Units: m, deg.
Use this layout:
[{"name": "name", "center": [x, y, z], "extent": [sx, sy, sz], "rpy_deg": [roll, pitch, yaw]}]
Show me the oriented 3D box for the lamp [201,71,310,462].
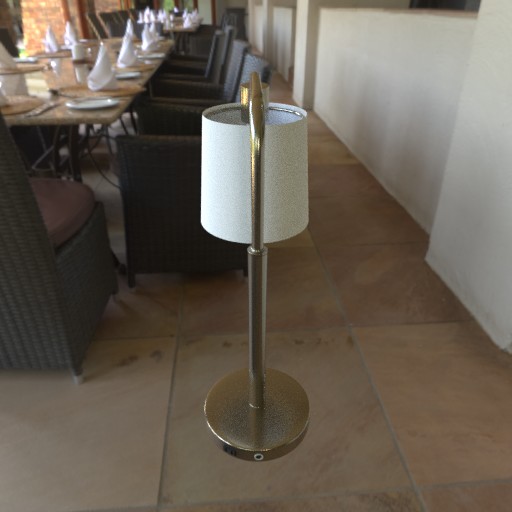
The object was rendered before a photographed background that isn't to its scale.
[{"name": "lamp", "center": [0.000, 0.000, 0.654], "extent": [0.171, 0.489, 0.333], "rpy_deg": [-1, 30, -1]}]
